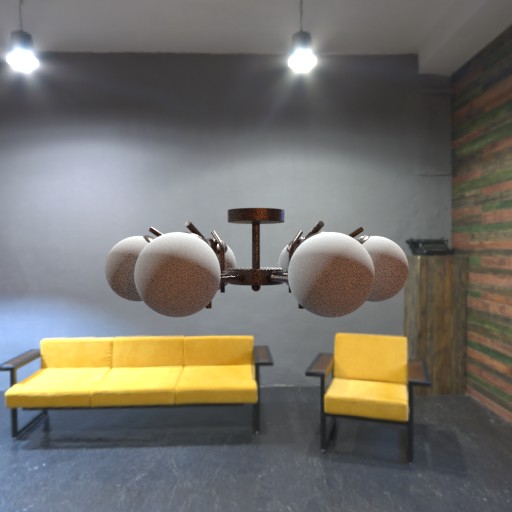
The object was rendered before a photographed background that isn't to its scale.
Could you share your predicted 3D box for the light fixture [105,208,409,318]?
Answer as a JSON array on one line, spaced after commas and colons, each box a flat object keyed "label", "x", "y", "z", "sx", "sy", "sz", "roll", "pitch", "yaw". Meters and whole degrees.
[{"label": "light fixture", "x": 0.000, "y": 0.000, "z": 0.977, "sx": 0.662, "sy": 0.201, "sz": 0.662, "roll": 0, "pitch": 1, "yaw": 0}]
